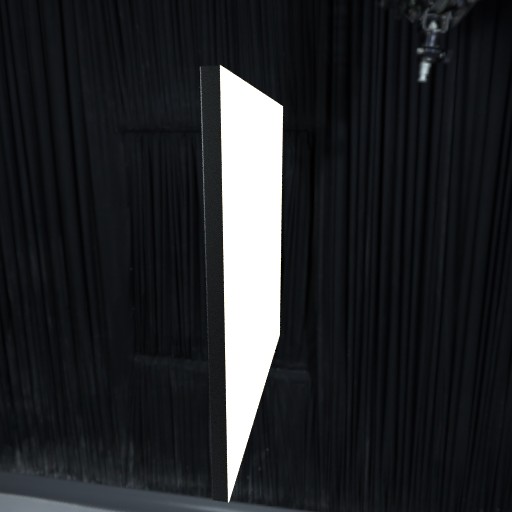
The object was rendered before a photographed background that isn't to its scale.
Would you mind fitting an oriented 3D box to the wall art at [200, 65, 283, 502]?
[{"bbox_3d":[0.000,0.000,1.120,0.031,0.775,0.773,3,15,10],"label":"wall art"}]
